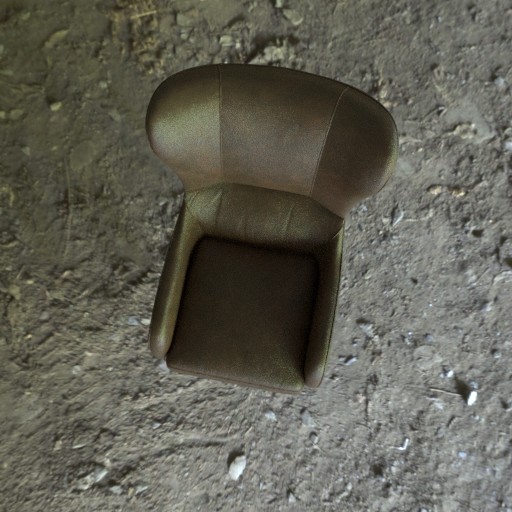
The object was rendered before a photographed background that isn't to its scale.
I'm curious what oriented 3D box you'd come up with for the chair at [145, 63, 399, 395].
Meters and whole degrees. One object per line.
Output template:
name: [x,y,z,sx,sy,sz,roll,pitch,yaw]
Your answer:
chair: [0.000,0.000,1.614,0.692,1.048,0.914,10,75,3]
